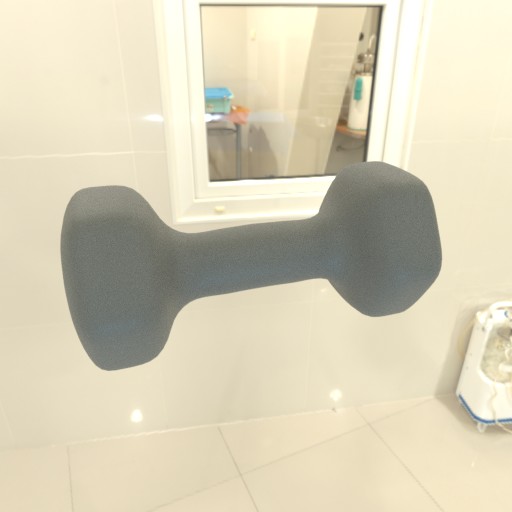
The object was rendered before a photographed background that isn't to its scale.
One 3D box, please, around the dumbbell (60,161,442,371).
[{"bbox_3d":[0.000,0.000,0.232,0.184,0.081,0.090,-8,28,-15],"label":"dumbbell"}]
